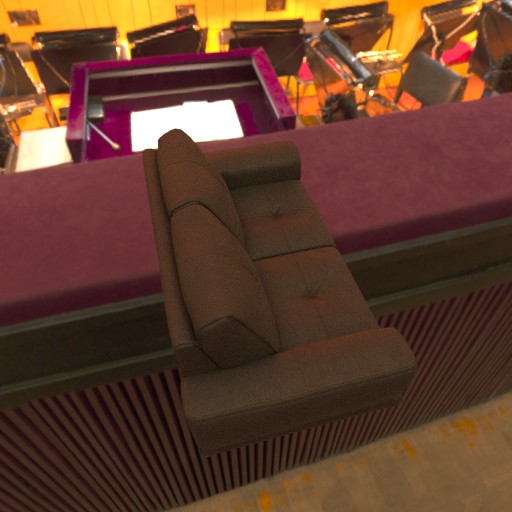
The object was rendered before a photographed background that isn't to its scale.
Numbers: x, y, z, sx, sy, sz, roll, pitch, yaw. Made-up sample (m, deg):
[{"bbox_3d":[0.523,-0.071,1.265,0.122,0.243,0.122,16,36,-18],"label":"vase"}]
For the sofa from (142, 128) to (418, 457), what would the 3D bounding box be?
[{"bbox_3d":[0.000,0.000,2.429,1.018,0.907,1.806,-11,49,-10],"label":"sofa"}]
